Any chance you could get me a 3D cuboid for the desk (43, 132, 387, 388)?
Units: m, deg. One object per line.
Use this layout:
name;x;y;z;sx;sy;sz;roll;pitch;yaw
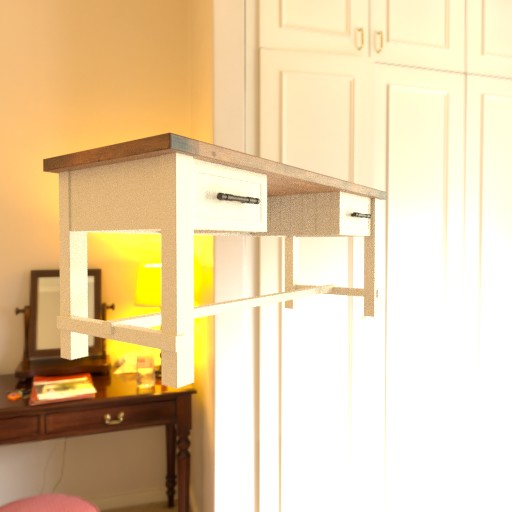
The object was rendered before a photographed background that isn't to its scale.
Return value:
desk;0.000;0.000;2.220;0.688;0.762;1.803;1;2;36
